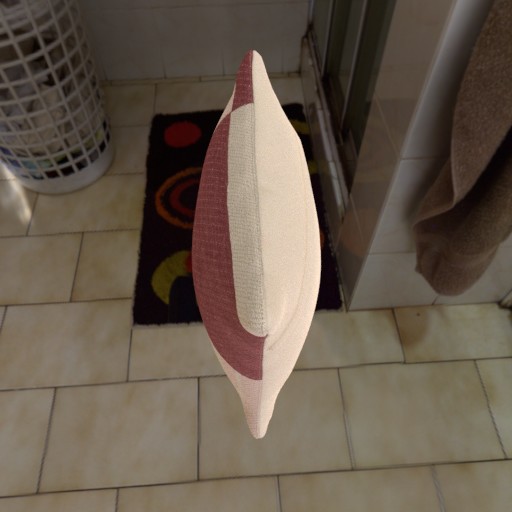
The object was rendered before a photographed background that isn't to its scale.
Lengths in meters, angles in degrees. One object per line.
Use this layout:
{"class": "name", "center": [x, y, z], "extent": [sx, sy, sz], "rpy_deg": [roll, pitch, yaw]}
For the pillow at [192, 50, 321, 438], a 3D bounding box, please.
{"class": "pillow", "center": [0.000, 0.000, 0.805], "extent": [0.229, 0.506, 0.536], "rpy_deg": [-1, 57, -1]}
